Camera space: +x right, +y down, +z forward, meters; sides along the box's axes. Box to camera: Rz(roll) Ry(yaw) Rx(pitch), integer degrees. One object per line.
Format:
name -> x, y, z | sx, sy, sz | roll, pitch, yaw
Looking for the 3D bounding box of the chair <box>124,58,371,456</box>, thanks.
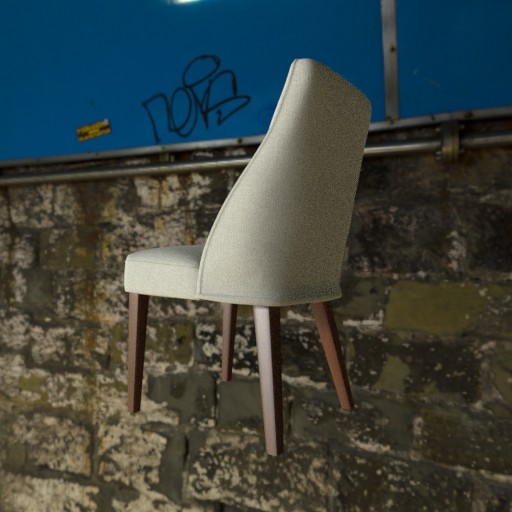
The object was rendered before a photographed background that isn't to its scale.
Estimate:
chair -> 0.000, 0.000, 1.320 | 0.620, 0.930, 0.500 | 0, -1, 37
